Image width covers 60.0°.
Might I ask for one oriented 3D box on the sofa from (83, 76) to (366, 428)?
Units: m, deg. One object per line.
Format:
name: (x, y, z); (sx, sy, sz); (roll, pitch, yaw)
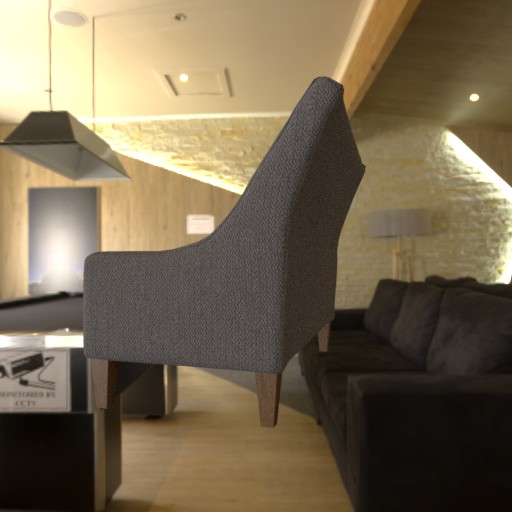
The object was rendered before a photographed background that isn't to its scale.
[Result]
sofa: (0.000, 0.000, 1.932); (0.873, 1.022, 1.242); (0, -1, 17)
